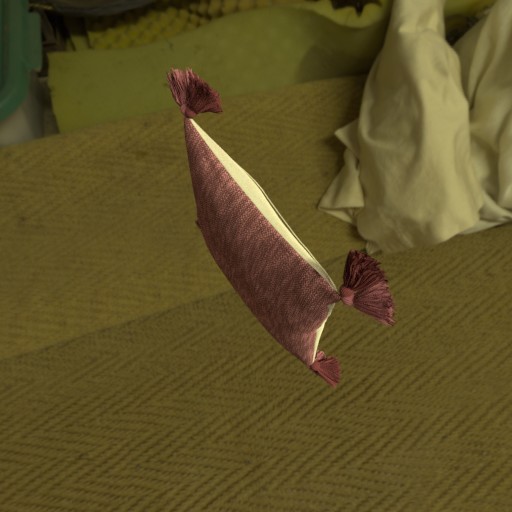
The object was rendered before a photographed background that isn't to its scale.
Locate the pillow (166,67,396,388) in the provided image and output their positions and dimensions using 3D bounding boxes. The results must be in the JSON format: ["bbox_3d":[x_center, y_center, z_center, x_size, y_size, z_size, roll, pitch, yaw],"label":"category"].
[{"bbox_3d":[0.000,0.000,1.000,0.138,0.659,0.641,-33,69,-15],"label":"pillow"}]
